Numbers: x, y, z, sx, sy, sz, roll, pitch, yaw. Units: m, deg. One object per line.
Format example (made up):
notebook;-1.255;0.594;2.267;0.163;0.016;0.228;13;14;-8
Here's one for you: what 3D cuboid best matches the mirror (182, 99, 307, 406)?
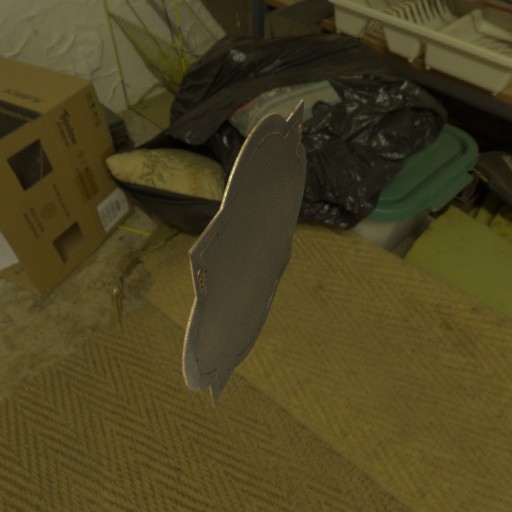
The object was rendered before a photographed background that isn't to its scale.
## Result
mirror;0.000;0.000;1.072;0.019;0.686;0.686;17;49;16
